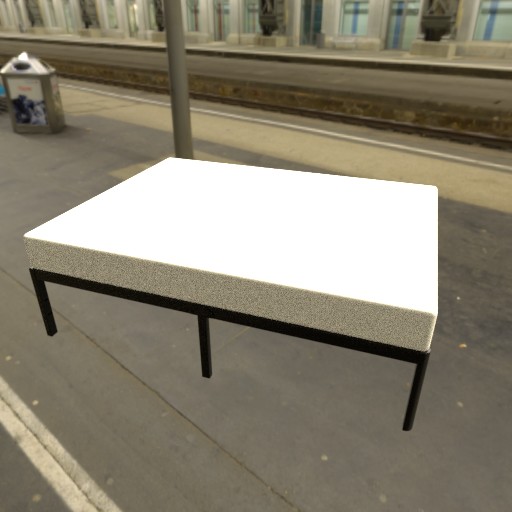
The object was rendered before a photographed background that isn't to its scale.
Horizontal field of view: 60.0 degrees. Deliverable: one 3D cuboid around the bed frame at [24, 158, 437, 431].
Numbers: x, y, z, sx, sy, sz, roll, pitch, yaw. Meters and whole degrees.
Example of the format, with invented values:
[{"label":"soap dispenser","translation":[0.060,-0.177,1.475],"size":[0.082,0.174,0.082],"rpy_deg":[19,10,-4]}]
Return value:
[{"label":"bed frame","translation":[0.000,0.000,2.788],"size":[2.072,0.659,1.557],"rpy_deg":[10,30,17]}]
